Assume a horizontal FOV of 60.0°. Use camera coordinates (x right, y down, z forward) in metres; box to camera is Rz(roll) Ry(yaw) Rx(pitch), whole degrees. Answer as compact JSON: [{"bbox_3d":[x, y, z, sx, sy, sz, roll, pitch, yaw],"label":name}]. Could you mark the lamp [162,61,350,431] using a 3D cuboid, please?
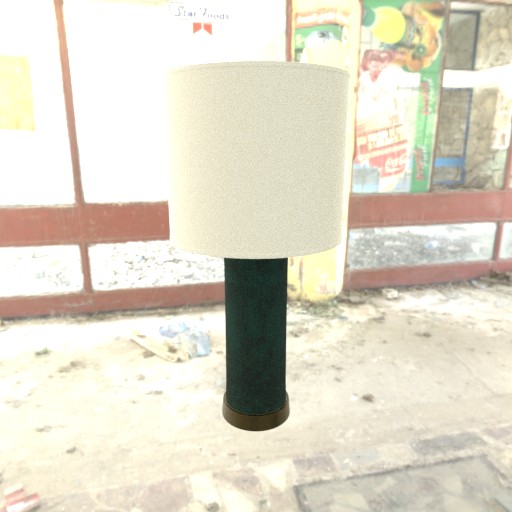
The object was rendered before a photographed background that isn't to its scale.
[{"bbox_3d":[0.000,0.000,0.797,0.301,0.630,0.301,2,15,8],"label":"lamp"}]
